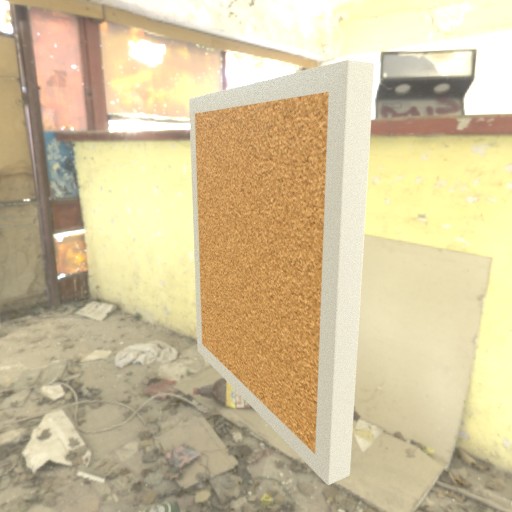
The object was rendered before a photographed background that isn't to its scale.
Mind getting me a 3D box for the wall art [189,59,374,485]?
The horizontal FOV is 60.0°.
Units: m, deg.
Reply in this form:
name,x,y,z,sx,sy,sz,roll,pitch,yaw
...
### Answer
name,x,y,z,sx,sy,sz,roll,pitch,yaw
wall art,0.000,0.000,0.526,0.028,0.381,0.331,-8,16,-28
